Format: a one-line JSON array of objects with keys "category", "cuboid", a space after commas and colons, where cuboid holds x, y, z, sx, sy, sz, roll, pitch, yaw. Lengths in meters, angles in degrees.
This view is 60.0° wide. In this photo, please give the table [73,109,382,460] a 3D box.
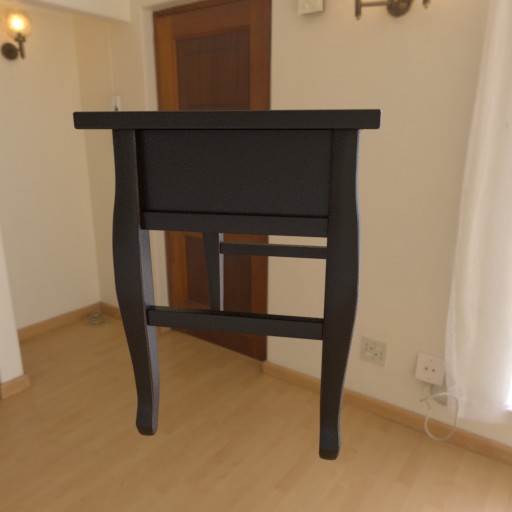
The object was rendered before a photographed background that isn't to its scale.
[{"category": "table", "cuboid": [0.000, 0.000, 1.004, 0.460, 0.604, 0.602, 3, 16, 10]}]
